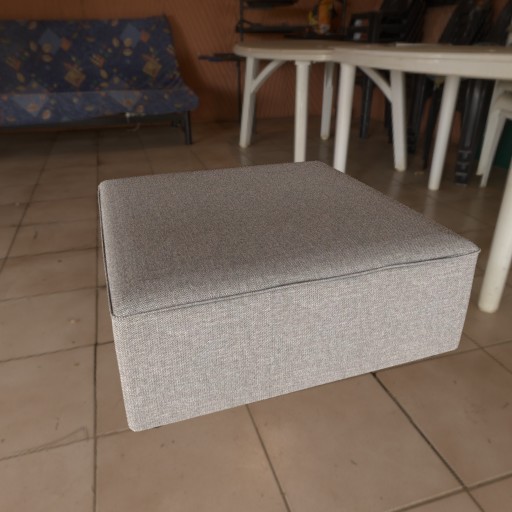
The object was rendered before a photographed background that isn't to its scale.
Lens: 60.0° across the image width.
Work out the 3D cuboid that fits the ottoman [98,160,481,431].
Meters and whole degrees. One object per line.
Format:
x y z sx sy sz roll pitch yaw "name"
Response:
0.000 0.000 1.577 1.017 0.423 1.023 -9 28 -17 "ottoman"
